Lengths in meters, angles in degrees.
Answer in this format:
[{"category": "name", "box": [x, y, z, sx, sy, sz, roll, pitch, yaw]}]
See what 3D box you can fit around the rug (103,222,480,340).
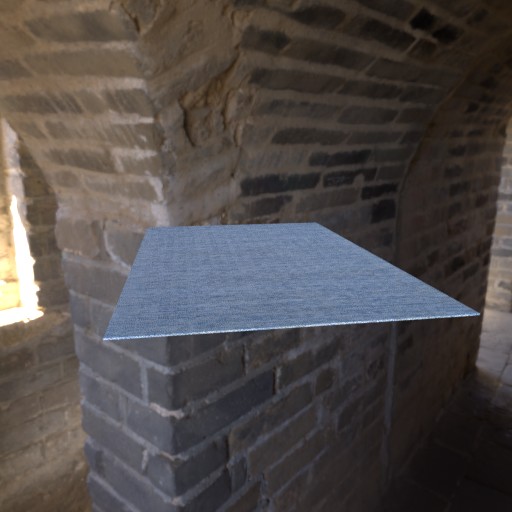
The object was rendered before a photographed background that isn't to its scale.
[{"category": "rug", "box": [0.000, 0.000, 2.147, 1.142, 0.006, 1.752, -2, 14, -9]}]
